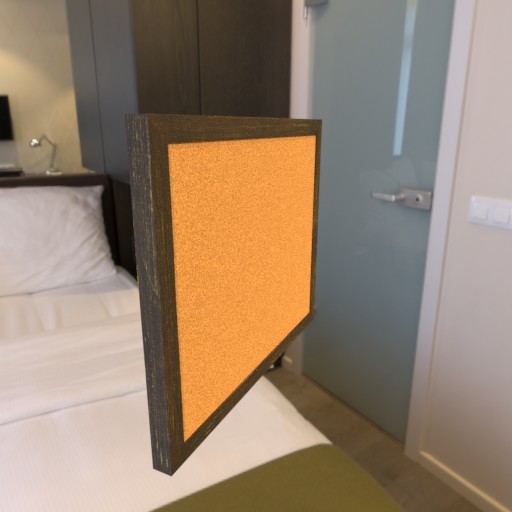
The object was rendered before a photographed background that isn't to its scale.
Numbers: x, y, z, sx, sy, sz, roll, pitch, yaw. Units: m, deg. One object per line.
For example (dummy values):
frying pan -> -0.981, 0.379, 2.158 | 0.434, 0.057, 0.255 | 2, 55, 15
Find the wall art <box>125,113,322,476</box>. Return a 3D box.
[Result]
wall art -> 0.000, 0.000, 0.767 | 0.032, 0.457, 0.558 | 8, 18, 26
